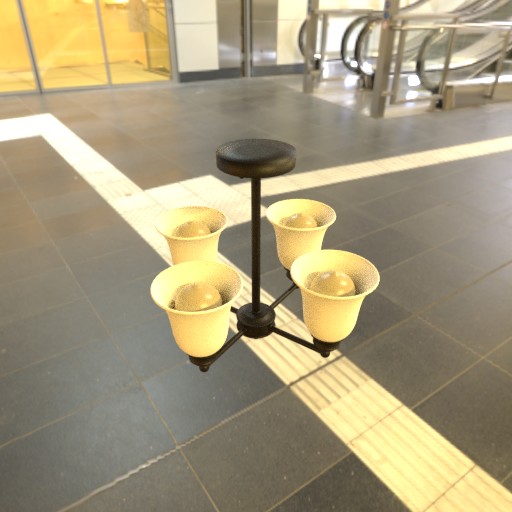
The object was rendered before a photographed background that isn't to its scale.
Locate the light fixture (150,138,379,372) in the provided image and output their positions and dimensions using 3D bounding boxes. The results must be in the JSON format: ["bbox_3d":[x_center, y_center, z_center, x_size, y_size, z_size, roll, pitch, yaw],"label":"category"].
[{"bbox_3d":[0.000,0.000,1.898,1.069,0.925,1.069,20,37,30],"label":"light fixture"}]
